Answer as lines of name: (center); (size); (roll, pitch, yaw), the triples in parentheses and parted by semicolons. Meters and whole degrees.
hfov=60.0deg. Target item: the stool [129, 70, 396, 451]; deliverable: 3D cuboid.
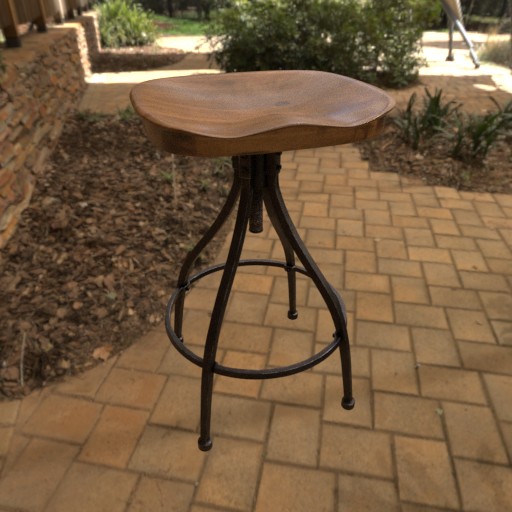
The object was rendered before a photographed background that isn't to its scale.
stool: (0.000, 0.000, 0.962); (0.432, 0.694, 0.424); (-10, 33, -15)
